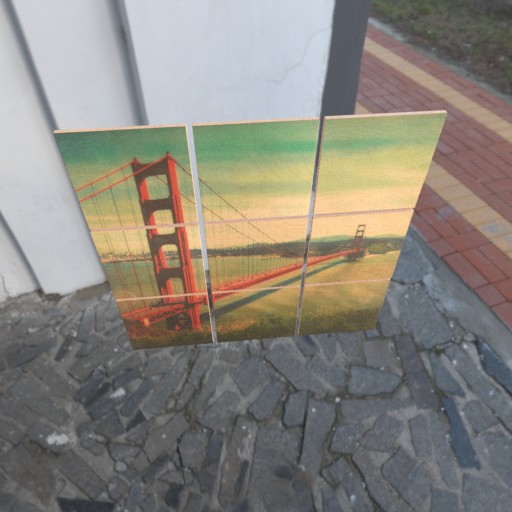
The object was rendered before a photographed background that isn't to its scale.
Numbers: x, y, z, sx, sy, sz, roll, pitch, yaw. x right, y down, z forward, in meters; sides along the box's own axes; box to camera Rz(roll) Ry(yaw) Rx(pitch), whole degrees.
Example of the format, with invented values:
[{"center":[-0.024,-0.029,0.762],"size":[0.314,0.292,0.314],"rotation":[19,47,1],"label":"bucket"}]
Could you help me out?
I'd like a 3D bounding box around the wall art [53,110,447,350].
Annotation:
[{"center":[0.000,0.000,1.804],"size":[1.217,1.207,0.016],"rotation":[-4,47,-4],"label":"wall art"}]
